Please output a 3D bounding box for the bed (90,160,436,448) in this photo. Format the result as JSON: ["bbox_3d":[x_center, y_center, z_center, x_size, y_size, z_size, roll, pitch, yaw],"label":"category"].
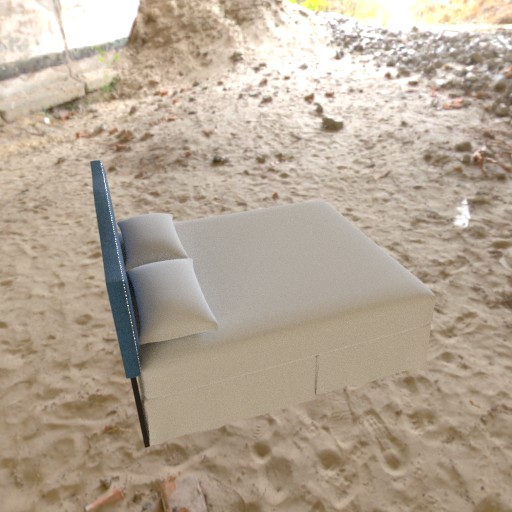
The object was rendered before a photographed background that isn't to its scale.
[{"bbox_3d":[0.000,0.000,2.975,1.872,1.169,1.610,-11,33,-17],"label":"bed"}]
